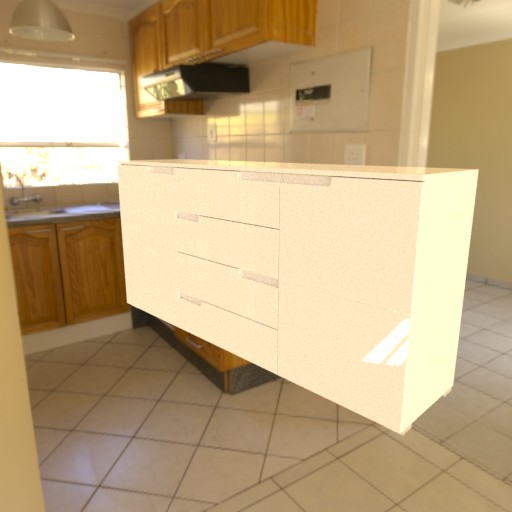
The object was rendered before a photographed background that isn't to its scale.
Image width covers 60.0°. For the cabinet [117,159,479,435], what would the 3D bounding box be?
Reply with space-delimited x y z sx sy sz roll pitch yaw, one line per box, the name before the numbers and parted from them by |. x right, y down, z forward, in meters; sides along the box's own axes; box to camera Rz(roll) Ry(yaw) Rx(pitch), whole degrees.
cabinet | 0.000 0.000 1.968 0.400 0.800 1.650 -13 19 -43
